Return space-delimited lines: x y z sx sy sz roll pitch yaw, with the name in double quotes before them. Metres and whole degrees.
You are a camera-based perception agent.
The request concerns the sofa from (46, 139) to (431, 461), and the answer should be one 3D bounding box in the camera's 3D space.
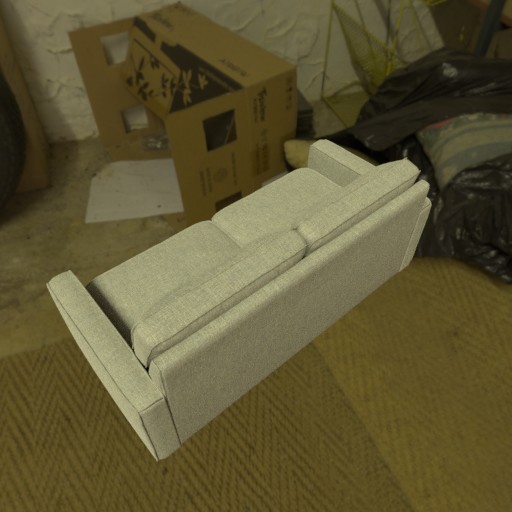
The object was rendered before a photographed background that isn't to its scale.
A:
"sofa" 0.000 0.000 2.573 2.078 0.918 0.945 -32 55 -26
